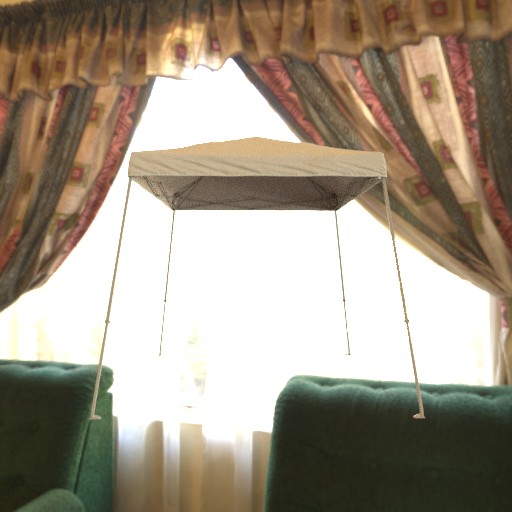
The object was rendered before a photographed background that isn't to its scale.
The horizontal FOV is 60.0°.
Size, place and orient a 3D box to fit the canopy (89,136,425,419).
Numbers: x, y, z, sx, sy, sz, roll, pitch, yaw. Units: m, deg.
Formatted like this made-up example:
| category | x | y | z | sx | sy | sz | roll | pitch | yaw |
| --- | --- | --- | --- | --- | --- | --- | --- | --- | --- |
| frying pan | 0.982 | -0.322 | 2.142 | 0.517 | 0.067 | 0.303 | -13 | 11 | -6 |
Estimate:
| category | x | y | z | sx | sy | sz | roll | pitch | yaw |
| --- | --- | --- | --- | --- | --- | --- | --- | --- | --- |
| canopy | 0.000 | 0.000 | 6.602 | 3.600 | 3.600 | 3.599 | 0 | -2 | -1 |
